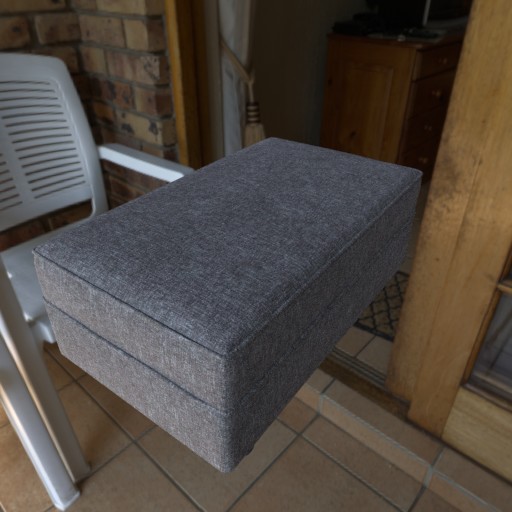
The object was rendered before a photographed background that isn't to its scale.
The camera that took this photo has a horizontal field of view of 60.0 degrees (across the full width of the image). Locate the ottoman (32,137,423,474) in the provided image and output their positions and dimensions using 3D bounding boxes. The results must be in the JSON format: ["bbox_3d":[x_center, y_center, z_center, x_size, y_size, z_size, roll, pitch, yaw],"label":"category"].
[{"bbox_3d":[0.000,0.000,1.516,0.717,0.487,1.184,22,39,30],"label":"ottoman"}]
